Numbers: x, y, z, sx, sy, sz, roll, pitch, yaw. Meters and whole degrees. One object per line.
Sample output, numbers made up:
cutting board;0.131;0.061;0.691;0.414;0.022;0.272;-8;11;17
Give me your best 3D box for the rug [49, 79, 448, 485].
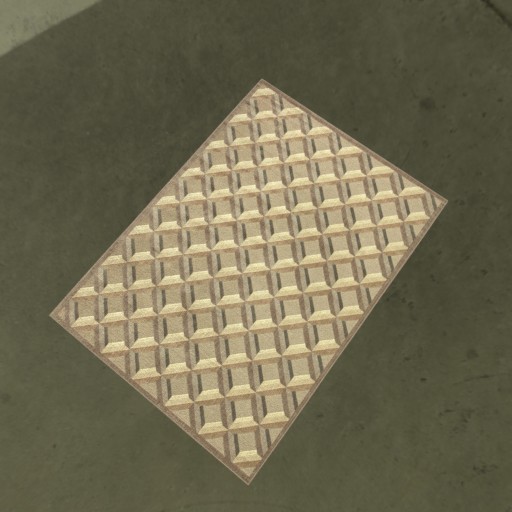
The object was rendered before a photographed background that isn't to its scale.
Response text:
rug;0.000;0.000;4.322;2.382;0.018;3.294;37;77;10
